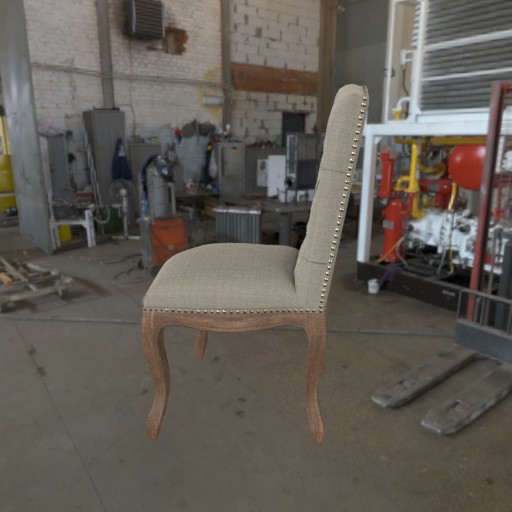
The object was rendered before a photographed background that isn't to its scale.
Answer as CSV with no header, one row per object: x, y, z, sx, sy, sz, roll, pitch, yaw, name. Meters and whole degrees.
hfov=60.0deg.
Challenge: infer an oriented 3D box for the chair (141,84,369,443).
0.000,0.000,1.651,0.731,1.191,0.637,2,15,9,chair
